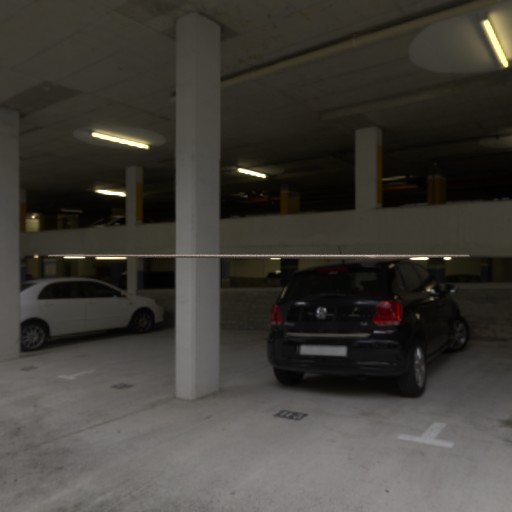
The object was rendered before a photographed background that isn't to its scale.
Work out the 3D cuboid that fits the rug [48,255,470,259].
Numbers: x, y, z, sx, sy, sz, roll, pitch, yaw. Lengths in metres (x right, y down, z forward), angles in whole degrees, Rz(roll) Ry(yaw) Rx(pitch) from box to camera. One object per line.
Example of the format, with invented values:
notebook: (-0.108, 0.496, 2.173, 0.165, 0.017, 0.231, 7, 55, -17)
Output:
rug: (0.000, 0.000, 2.719, 2.115, 0.013, 1.517, 0, 0, 37)
